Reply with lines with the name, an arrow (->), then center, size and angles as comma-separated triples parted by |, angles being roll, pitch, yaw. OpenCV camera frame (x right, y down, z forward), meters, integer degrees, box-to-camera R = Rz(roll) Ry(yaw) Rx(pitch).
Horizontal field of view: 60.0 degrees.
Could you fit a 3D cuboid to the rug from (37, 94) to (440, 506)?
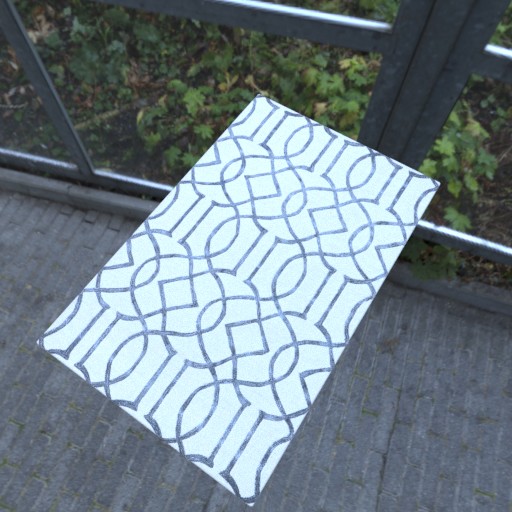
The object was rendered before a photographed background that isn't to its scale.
rug -> 0.000, 0.000, 2.840 | 1.521, 0.017, 2.365 | 31, 68, 14
